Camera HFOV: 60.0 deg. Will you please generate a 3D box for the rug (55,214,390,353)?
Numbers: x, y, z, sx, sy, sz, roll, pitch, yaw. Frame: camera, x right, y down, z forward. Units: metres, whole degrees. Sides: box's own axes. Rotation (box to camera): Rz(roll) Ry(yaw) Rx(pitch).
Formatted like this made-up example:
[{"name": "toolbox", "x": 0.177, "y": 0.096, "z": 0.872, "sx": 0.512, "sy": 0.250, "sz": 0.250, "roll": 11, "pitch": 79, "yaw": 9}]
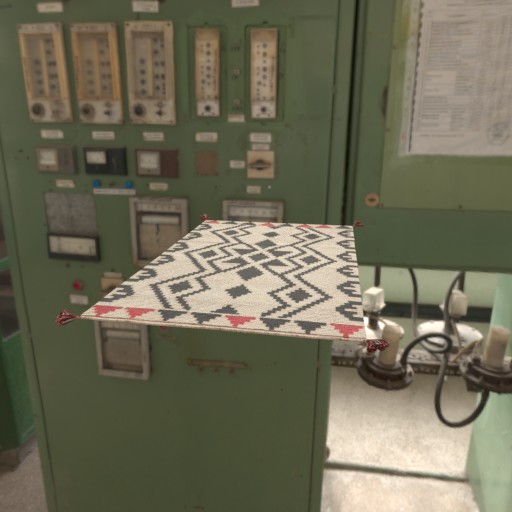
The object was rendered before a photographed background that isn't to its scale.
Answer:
[{"name": "rug", "x": 0.000, "y": 0.000, "z": 3.414, "sx": 1.741, "sy": 0.066, "sz": 2.672, "roll": 3, "pitch": 17, "yaw": 10}]
